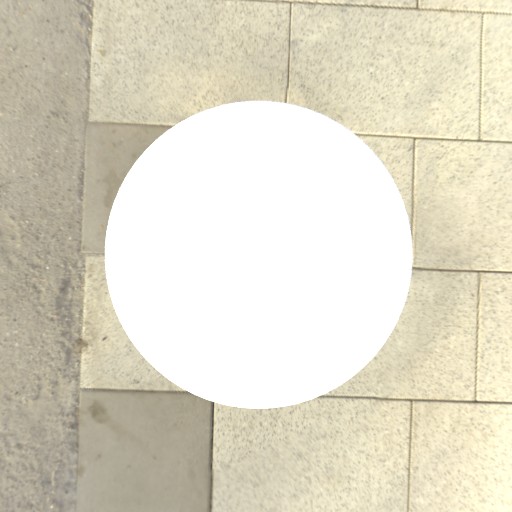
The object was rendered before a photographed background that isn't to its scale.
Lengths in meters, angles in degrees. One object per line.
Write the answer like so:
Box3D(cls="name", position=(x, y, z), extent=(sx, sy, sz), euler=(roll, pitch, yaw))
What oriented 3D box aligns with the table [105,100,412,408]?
Box3D(cls="table", position=(0.000, 0.000, 1.685), extent=(0.795, 1.105, 0.792), euler=(0, 89, -1))
